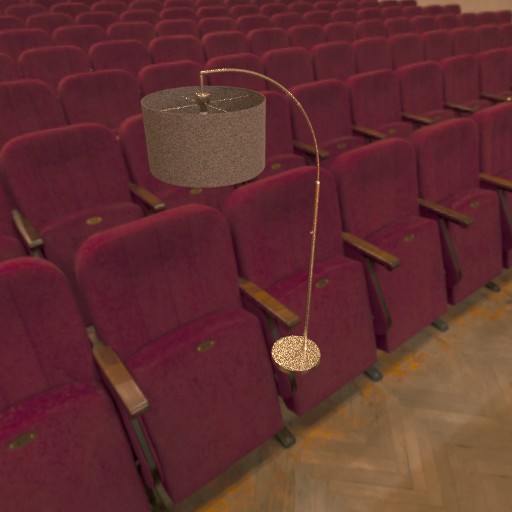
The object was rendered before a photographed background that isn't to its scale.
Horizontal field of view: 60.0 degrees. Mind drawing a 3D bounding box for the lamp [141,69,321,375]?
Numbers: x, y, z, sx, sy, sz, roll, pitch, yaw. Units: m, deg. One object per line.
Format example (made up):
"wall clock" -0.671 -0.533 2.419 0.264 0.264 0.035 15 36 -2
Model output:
"lamp" 0.000 0.000 2.161 0.934 1.735 0.452 -22 38 -31
